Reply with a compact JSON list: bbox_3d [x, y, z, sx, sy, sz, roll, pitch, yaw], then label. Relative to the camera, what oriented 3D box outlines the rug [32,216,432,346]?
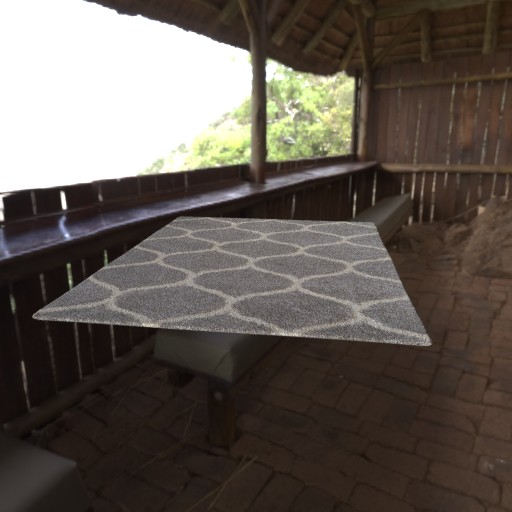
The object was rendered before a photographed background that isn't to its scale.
[{"bbox_3d":[0.000,0.000,4.000,2.399,0.026,3.000,2,17,8],"label":"rug"}]
